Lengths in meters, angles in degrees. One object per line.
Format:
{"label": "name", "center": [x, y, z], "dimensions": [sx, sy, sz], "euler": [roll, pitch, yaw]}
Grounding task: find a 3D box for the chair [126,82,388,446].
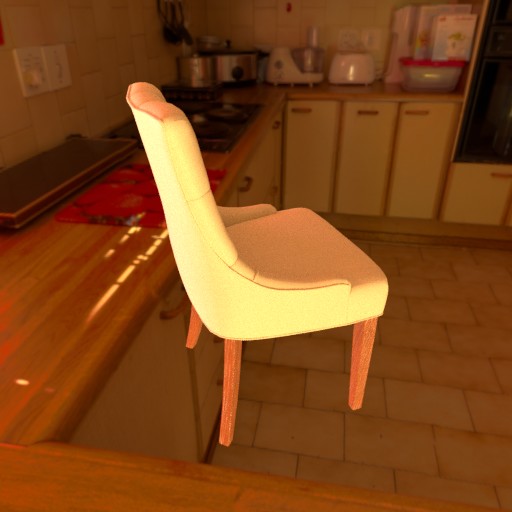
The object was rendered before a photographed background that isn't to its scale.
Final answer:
{"label": "chair", "center": [0.000, 0.000, 1.213], "dimensions": [0.565, 0.874, 0.509], "euler": [-10, 31, -18]}
